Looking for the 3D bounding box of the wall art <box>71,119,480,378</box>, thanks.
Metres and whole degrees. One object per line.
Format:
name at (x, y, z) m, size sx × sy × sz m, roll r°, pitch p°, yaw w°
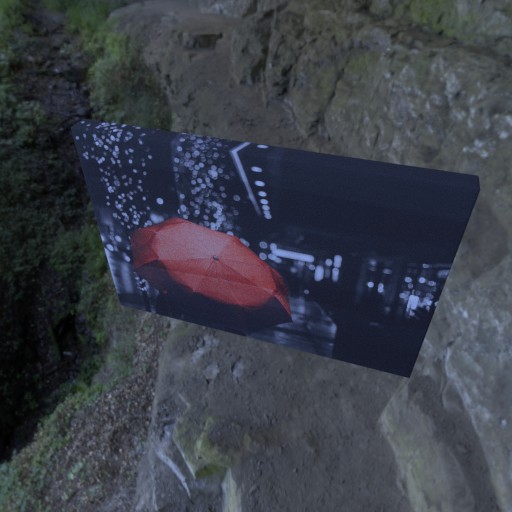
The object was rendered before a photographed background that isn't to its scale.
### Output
wall art at (0.000, 0.000, 0.775) m, size 0.609 × 0.406 × 0.037 m, roll 12°, pitch 41°, yaw 14°
